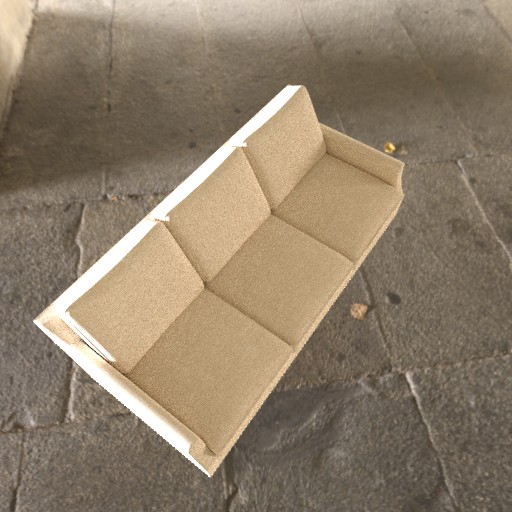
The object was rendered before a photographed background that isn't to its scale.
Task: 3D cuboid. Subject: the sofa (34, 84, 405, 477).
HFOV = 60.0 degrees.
[{"bbox_3d":[0.000,0.000,2.720,1.041,0.940,2.210,32,63,18],"label":"sofa"}]
